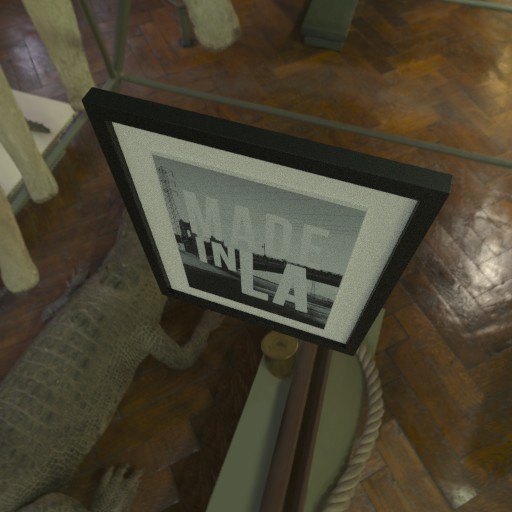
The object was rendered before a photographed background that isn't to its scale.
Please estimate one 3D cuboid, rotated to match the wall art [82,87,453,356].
[{"bbox_3d":[0.000,0.000,0.765,0.457,0.559,0.028,17,61,10],"label":"wall art"}]
